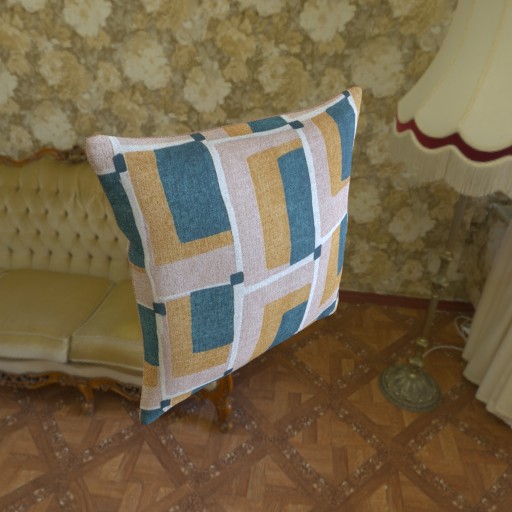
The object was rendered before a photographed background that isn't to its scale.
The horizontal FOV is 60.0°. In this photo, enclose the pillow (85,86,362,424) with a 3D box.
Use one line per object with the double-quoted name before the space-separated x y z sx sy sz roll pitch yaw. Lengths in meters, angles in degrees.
"pillow" 0.000 0.000 0.734 0.478 0.479 0.158 -23 38 -33
